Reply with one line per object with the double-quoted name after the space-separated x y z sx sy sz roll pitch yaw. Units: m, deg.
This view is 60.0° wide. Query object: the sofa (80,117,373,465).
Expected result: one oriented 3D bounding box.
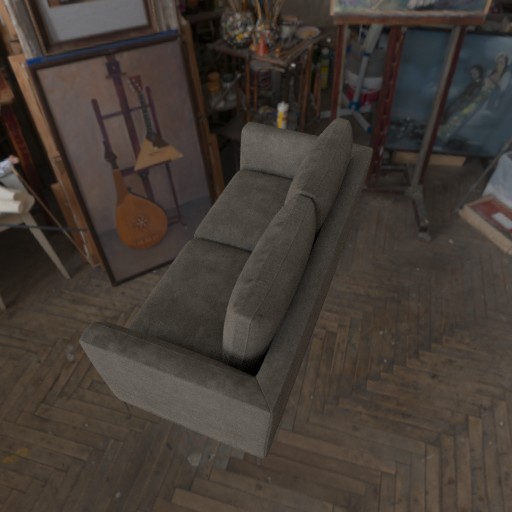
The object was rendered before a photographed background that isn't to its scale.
0.000 0.000 2.436 0.855 1.013 1.832 16 49 15 "sofa"
